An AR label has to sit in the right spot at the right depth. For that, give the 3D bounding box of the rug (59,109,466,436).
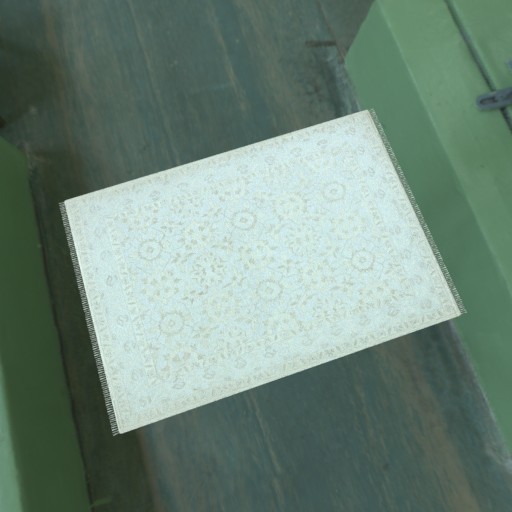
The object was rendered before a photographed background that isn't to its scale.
[{"bbox_3d":[0.000,0.000,2.822,2.233,0.011,1.514,-18,76,-5],"label":"rug"}]
